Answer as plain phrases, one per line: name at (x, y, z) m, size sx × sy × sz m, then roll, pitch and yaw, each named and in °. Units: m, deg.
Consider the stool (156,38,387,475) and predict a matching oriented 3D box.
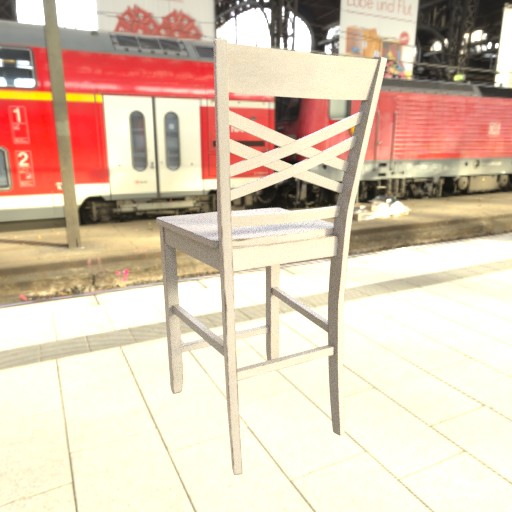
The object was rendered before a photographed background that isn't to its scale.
stool at (0.000, 0.000, 1.342) m, size 0.462 × 1.079 × 0.539 m, roll -8°, pitch 16°, yaw -28°
